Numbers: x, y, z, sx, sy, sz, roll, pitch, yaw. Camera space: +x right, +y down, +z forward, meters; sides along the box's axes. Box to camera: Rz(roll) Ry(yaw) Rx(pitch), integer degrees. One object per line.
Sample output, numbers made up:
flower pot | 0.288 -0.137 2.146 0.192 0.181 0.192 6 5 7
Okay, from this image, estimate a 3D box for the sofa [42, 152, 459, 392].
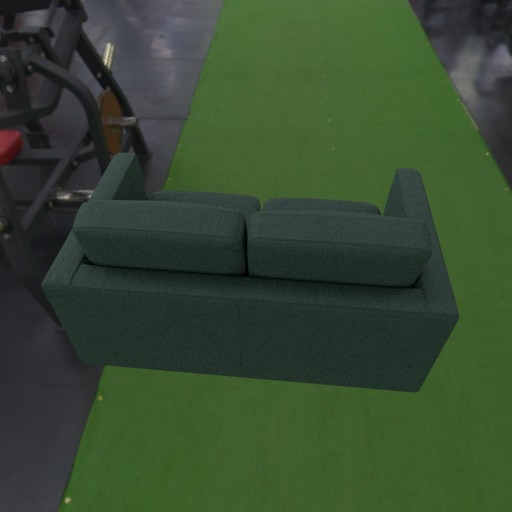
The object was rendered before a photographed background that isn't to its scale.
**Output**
sofa | 0.000 0.000 1.967 1.430 0.899 0.879 4 46 4
